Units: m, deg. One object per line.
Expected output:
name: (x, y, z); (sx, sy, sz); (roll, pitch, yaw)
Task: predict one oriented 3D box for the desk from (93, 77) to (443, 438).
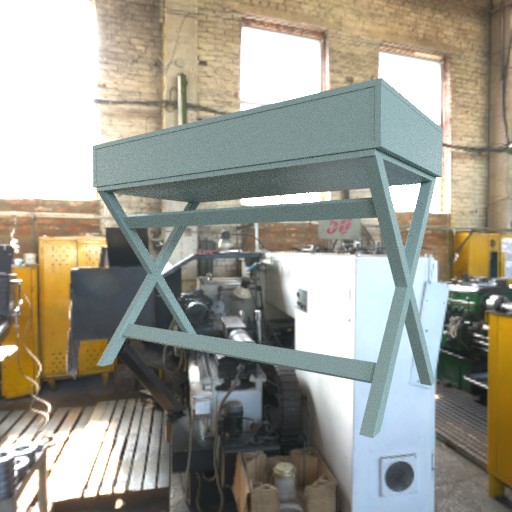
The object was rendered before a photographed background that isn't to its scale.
desk: (0.000, 0.000, 1.478); (1.057, 0.780, 0.525); (1, 1, 36)
